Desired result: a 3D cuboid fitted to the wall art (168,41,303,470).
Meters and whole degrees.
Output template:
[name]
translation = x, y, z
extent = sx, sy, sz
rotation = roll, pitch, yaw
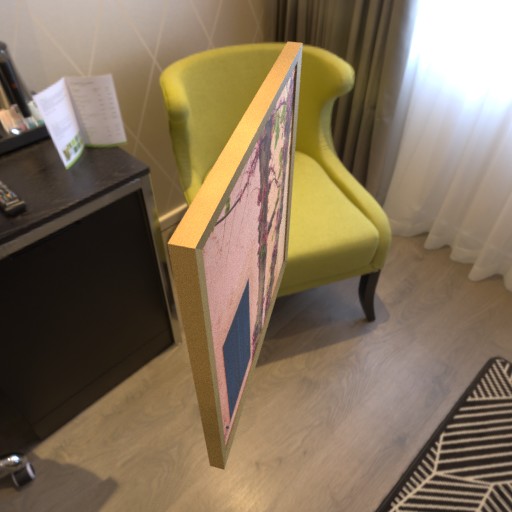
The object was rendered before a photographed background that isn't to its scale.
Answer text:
[wall art]
translation = 0.000, 0.000, 1.104
extent = 0.038, 0.762, 0.762
rotation = 10, 46, 10
